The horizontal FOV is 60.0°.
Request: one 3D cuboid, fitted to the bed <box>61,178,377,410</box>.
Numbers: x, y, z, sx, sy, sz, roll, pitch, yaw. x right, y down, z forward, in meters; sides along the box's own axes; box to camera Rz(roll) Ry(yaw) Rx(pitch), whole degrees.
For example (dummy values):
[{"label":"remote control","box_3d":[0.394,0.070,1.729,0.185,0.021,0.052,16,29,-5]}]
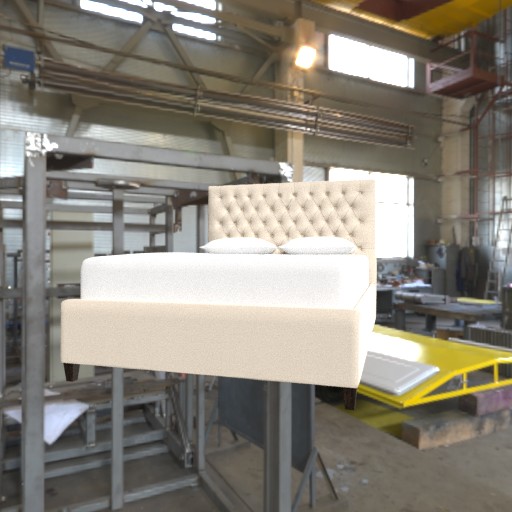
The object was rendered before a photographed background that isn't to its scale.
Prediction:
[{"label":"bed","box_3d":[0.000,0.000,3.344,1.696,1.426,2.233,0,0,17]}]
